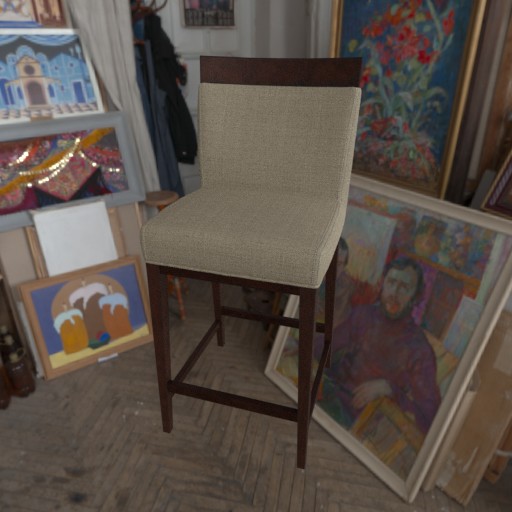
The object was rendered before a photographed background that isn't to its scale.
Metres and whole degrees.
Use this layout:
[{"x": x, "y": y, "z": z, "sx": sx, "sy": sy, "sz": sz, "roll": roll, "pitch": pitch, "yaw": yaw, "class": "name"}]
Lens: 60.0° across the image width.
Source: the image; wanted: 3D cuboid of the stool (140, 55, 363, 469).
[{"x": 0.000, "y": 0.000, "z": 1.243, "sx": 0.463, "sy": 1.011, "sz": 0.480, "roll": 8, "pitch": 27, "yaw": 16, "class": "stool"}]
